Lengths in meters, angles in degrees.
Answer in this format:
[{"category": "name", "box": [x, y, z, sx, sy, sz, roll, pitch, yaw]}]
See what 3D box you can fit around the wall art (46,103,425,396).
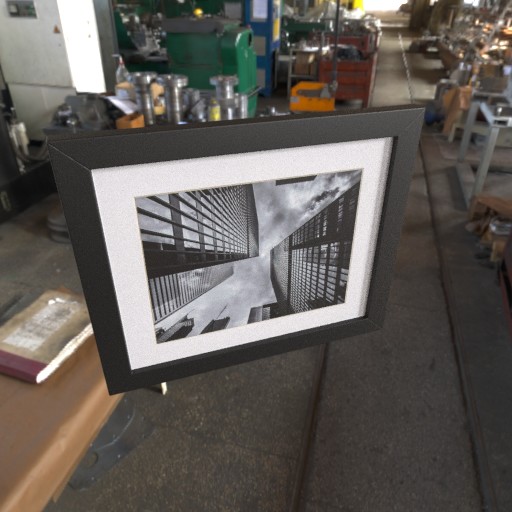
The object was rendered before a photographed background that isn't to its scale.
[{"category": "wall art", "box": [0.000, 0.000, 0.752, 0.558, 0.457, 0.031, -10, 33, -16]}]
